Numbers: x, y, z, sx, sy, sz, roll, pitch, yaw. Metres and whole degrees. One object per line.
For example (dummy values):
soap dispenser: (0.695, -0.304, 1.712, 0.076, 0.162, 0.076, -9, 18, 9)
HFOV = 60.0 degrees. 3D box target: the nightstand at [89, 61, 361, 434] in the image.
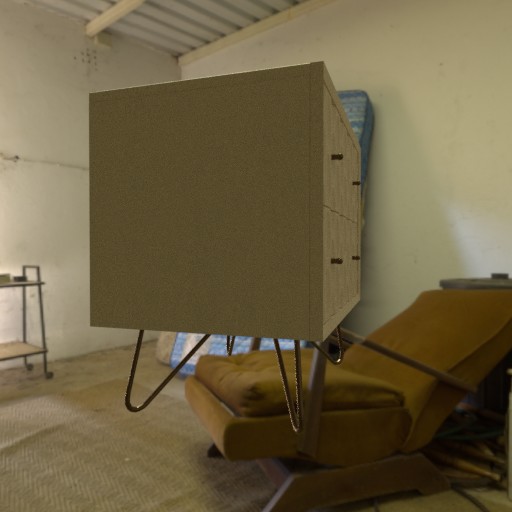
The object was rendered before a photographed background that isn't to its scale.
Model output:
nightstand: (0.000, 0.000, 1.037, 0.447, 0.604, 0.614, 0, 1, 18)
